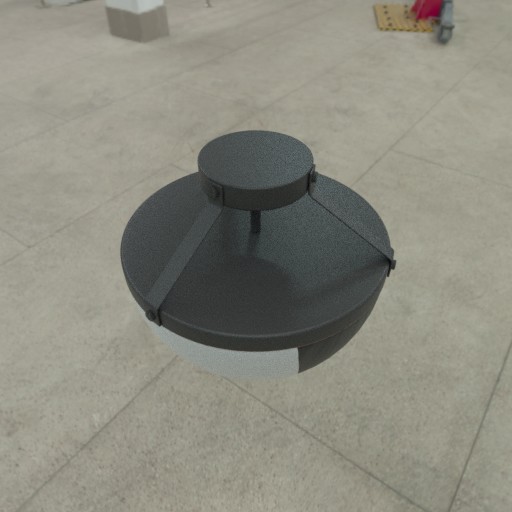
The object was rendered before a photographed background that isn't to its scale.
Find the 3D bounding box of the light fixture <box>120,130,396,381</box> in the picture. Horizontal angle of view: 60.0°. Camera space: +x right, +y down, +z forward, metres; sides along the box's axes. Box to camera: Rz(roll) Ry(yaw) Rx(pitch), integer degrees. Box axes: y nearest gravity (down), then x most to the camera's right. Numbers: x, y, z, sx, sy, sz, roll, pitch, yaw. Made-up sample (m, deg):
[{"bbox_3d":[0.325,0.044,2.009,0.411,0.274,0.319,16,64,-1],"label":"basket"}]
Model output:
[{"bbox_3d":[0.000,0.000,0.533,0.304,0.269,0.304,0,42,0],"label":"light fixture"}]
